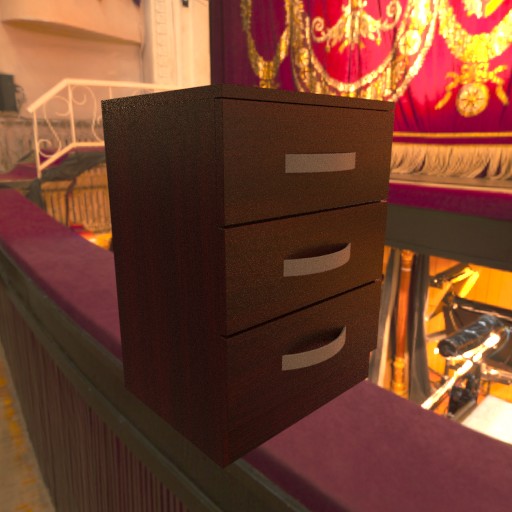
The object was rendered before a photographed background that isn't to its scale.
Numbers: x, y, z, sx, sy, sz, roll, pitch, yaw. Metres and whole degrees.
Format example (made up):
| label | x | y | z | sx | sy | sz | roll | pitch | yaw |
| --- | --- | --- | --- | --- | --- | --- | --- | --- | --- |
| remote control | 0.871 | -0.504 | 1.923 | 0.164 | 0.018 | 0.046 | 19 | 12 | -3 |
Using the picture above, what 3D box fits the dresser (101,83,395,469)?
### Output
| label | x | y | z | sx | sy | sz | roll | pitch | yaw |
| --- | --- | --- | --- | --- | --- | --- | --- | --- | --- |
| dresser | 0.000 | 0.000 | 0.844 | 0.400 | 0.560 | 0.360 | -13 | 20 | -41 |
